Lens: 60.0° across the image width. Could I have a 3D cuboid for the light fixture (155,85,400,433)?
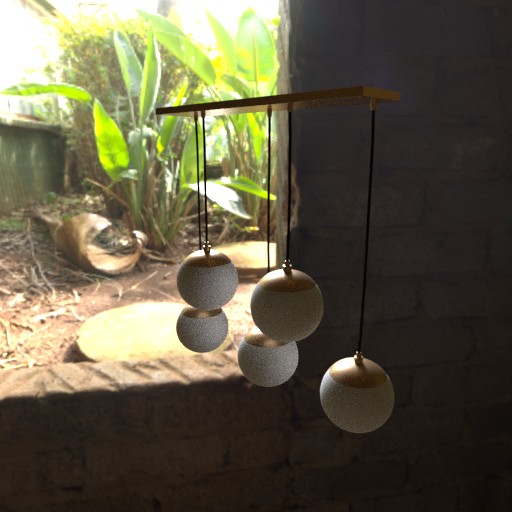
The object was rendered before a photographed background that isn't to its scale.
[{"bbox_3d":[0.000,0.000,1.316,0.863,0.869,0.299,13,19,43],"label":"light fixture"}]
